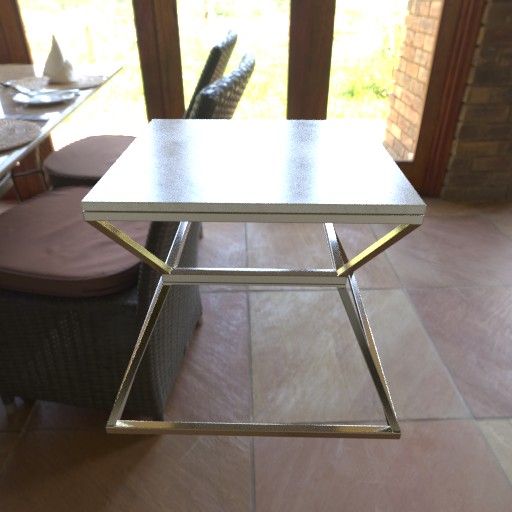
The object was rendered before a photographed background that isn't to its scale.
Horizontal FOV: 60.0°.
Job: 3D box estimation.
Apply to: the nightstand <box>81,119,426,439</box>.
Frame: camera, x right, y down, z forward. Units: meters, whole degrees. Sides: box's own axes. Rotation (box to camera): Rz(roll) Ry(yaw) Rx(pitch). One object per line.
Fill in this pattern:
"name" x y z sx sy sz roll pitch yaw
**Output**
"nightstand" 0.000 0.000 0.883 0.513 0.426 0.514 1 31 1
